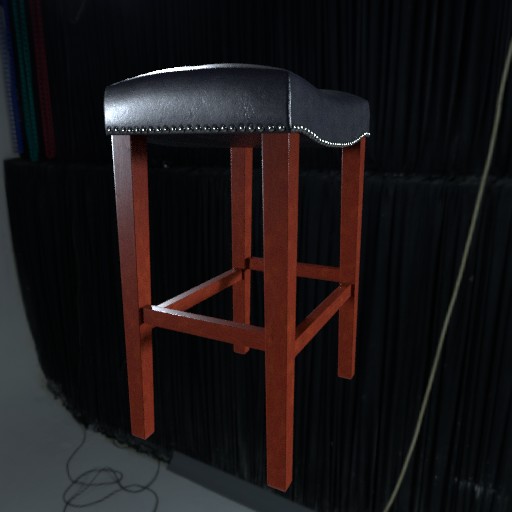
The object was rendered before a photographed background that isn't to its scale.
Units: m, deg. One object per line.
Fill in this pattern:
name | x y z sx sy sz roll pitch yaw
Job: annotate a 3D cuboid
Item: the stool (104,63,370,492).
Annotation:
stool | 0.000 0.000 1.003 0.372 0.742 0.504 7 16 26
